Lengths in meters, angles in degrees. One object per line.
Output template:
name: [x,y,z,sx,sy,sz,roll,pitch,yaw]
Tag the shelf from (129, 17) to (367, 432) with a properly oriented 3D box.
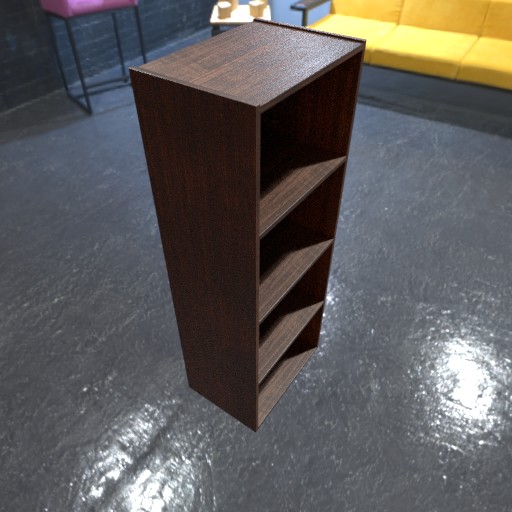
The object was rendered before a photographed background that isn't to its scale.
shelf: [0.000,0.000,1.254,0.290,1.099,0.415,26,48,25]
